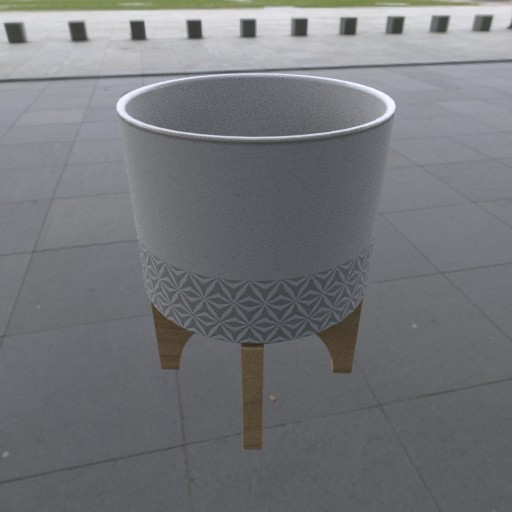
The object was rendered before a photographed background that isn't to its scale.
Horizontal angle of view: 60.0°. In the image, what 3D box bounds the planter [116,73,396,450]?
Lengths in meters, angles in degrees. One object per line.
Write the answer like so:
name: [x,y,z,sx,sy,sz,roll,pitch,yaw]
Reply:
planter: [0.000,0.000,0.377,0.188,0.260,0.188,0,32,0]
